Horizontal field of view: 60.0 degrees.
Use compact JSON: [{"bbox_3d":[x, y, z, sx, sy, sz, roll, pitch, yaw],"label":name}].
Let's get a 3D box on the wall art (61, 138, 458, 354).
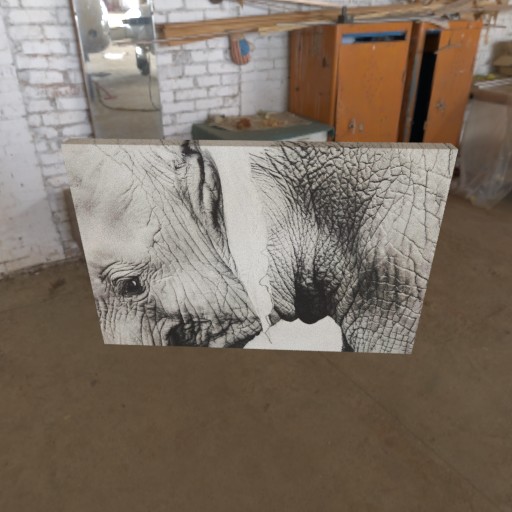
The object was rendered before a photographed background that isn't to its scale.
[{"bbox_3d":[0.000,0.000,0.798,0.613,0.407,0.035,1,30,2],"label":"wall art"}]
